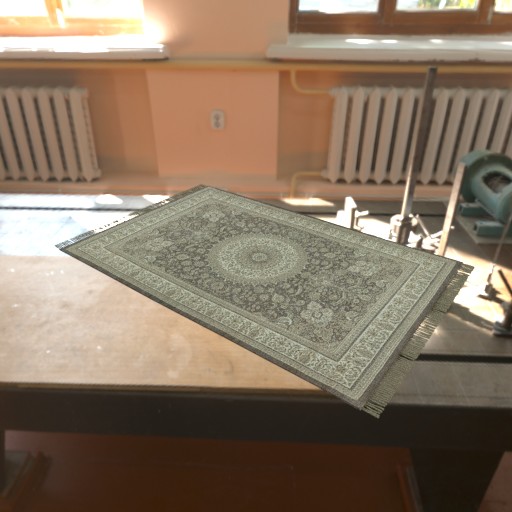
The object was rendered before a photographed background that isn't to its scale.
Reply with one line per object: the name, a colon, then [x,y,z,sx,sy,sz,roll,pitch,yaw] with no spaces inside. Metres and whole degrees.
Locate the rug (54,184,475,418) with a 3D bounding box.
rug: [0.000,0.000,4.210,3.422,0.015,2.143,21,36,32]
